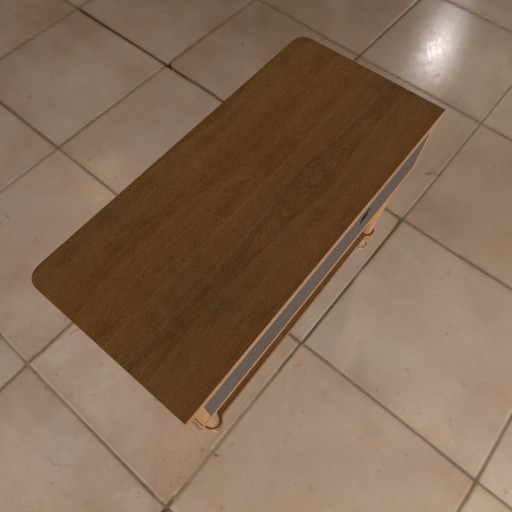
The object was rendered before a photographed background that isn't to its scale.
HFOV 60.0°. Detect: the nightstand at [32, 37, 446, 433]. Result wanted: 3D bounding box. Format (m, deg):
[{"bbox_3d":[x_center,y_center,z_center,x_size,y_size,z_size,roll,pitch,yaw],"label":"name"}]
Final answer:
[{"bbox_3d":[0.000,0.000,1.281,0.432,0.700,0.914,36,69,16],"label":"nightstand"}]
